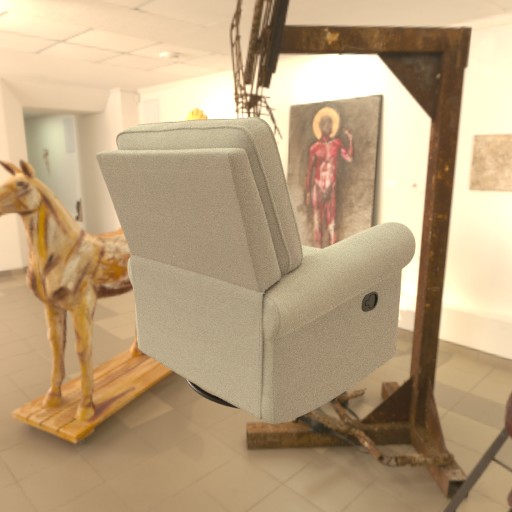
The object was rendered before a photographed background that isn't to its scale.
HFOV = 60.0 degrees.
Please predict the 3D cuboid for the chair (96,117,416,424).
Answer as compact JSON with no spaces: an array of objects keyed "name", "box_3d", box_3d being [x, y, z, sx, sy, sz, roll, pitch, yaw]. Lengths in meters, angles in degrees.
[{"name":"chair","box_3d":[0.000,0.000,1.683,0.890,0.960,0.878,12,18,43]}]
